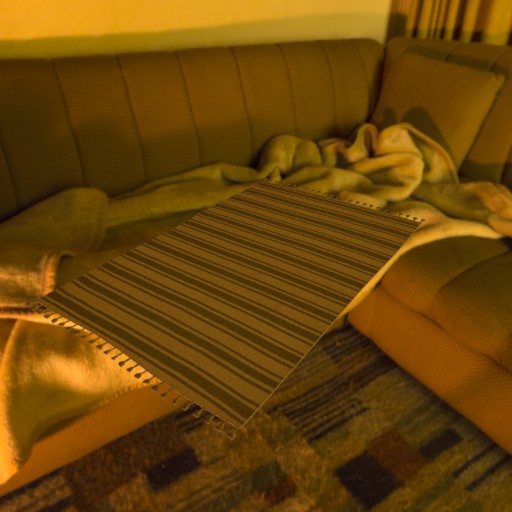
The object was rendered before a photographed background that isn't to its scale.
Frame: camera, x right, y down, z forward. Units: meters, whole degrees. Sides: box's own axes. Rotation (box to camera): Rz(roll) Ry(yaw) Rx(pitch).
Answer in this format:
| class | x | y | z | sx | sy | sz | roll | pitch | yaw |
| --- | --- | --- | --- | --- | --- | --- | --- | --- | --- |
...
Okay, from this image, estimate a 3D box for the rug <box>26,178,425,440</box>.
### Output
| class | x | y | z | sx | sy | sz | roll | pitch | yaw |
| --- | --- | --- | --- | --- | --- | --- | --- | --- | --- |
| rug | 0.000 | 0.000 | 2.301 | 1.162 | 0.013 | 1.875 | 21 | 37 | 30 |
